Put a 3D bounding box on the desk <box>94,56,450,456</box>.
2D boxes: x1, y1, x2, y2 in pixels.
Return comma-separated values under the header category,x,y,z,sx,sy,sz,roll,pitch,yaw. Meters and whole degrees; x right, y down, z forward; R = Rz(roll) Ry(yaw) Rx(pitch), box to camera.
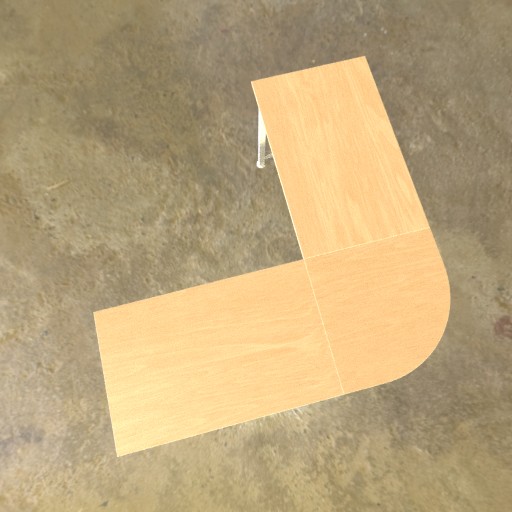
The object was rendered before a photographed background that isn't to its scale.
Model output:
category,x,y,z,sx,sy,sz,roll,pitch,yaw
desk,0.000,0.000,2.192,1.400,0.762,1.400,-14,76,-4
